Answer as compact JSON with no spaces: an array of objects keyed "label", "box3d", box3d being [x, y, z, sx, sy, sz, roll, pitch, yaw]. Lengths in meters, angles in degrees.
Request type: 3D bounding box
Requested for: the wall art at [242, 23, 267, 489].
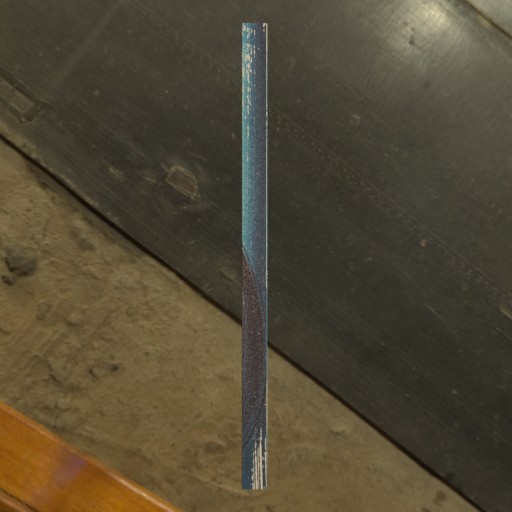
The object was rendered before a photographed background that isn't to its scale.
[{"label":"wall art","box3d":[0.000,0.000,0.781,0.033,0.406,0.609,0,90,1]}]
